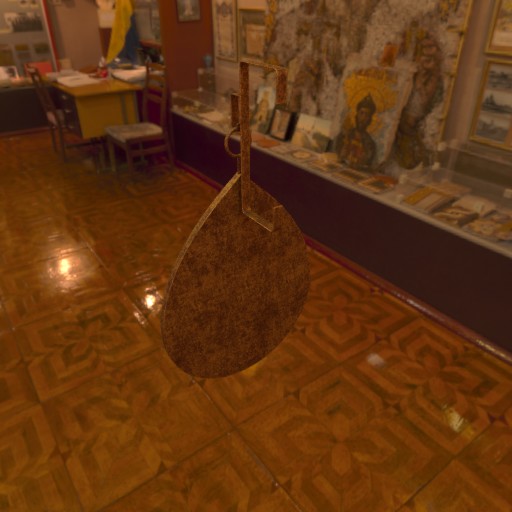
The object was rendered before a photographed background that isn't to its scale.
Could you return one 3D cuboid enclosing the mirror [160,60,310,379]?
[{"bbox_3d":[0.000,0.000,0.923,0.405,0.744,0.144,-19,36,-28],"label":"mirror"}]
